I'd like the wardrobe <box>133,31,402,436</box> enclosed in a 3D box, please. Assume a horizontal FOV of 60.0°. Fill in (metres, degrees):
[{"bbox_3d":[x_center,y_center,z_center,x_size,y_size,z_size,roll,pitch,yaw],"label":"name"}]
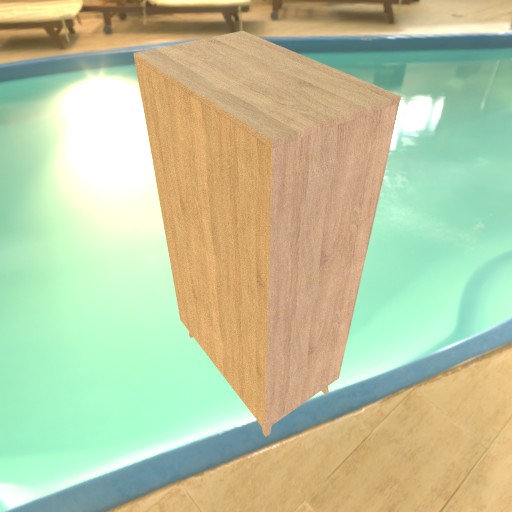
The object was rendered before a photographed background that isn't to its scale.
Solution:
[{"bbox_3d":[0.000,0.000,2.413,0.600,1.960,1.000,-26,48,-26],"label":"wardrobe"}]
